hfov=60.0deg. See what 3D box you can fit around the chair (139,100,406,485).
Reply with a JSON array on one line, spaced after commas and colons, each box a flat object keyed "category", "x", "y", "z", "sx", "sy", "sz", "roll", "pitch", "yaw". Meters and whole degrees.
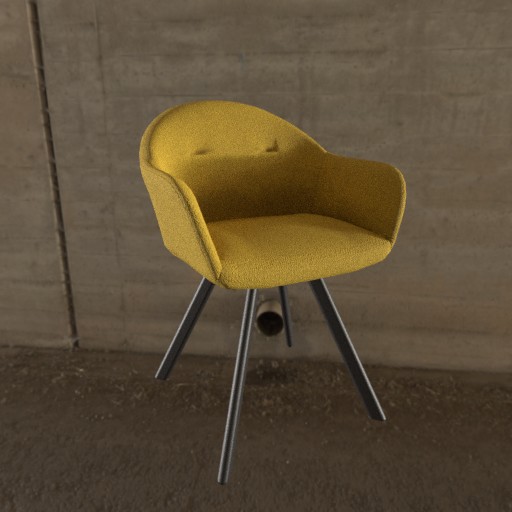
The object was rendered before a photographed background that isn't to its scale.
[{"category": "chair", "x": 0.000, "y": 0.000, "z": 1.142, "sx": 0.545, "sy": 0.775, "sz": 0.565, "roll": -9, "pitch": 19, "yaw": -26}]
